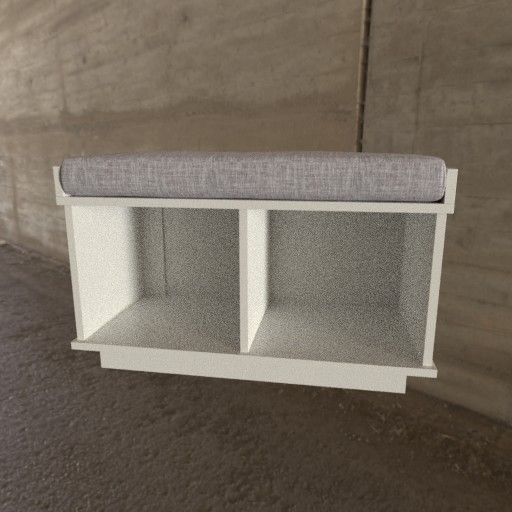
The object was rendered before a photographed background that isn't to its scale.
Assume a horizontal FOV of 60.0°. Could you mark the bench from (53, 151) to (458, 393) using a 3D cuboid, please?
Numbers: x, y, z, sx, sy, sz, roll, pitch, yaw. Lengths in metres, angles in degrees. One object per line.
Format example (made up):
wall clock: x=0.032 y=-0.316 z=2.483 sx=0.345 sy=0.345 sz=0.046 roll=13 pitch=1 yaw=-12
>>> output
bench: x=0.000 y=0.000 z=1.001 sx=0.734 sy=0.461 sz=0.362 roll=2 pitch=14 yaw=9
